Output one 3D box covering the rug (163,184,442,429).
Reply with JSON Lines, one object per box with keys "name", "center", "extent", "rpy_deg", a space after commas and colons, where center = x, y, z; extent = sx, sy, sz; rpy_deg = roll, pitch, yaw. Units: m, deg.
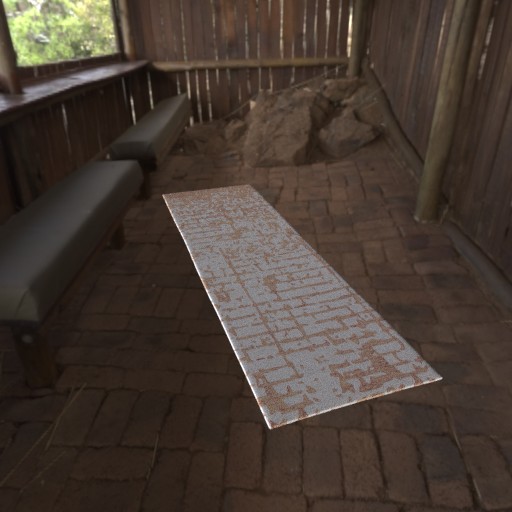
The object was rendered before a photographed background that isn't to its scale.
{"name": "rug", "center": [0.000, 0.000, 2.690], "extent": [0.750, 0.011, 2.435], "rpy_deg": [-10, 30, -17]}
